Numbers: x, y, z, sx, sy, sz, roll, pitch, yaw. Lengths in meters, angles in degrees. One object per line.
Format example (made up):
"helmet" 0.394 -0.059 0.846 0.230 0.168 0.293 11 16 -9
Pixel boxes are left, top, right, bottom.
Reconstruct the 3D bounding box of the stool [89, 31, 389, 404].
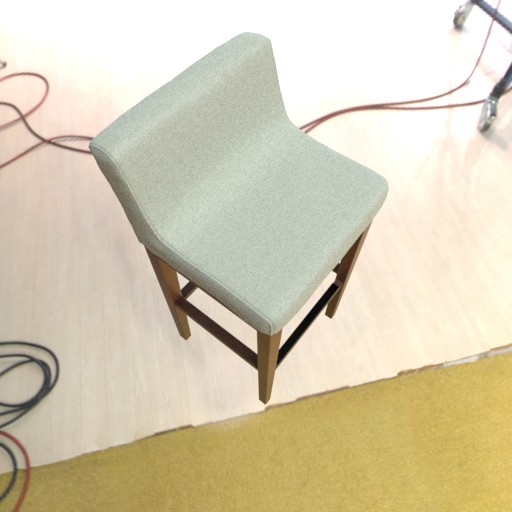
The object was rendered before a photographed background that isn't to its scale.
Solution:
"stool" 0.000 0.000 1.334 0.500 1.037 0.511 34 64 19
